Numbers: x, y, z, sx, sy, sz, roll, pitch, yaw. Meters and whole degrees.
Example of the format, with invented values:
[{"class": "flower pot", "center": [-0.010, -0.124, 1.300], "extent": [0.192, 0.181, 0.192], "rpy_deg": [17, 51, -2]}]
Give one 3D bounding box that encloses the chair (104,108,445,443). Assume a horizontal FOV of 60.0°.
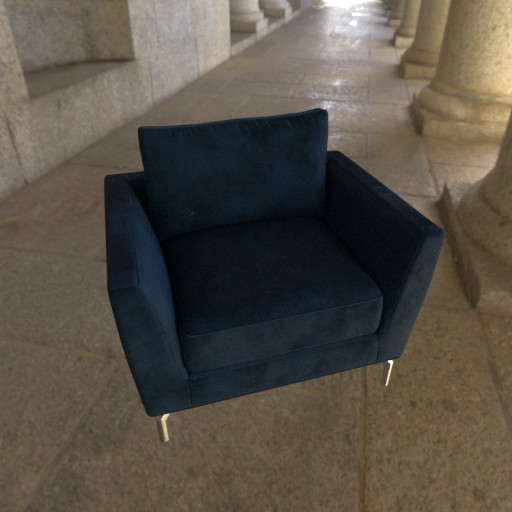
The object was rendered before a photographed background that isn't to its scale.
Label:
[{"class": "chair", "center": [0.000, 0.000, 1.604], "extent": [0.977, 0.893, 0.746], "rpy_deg": [-9, 34, -14]}]
